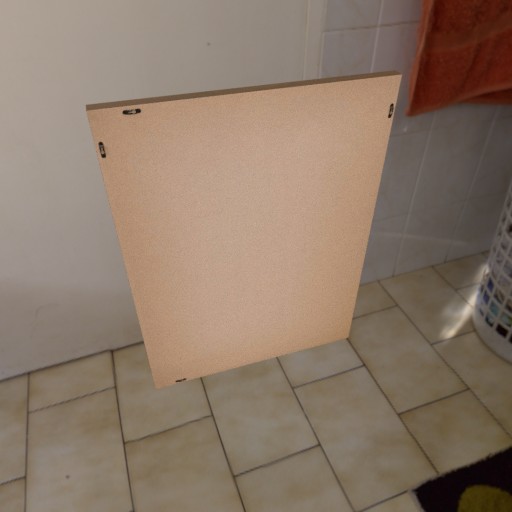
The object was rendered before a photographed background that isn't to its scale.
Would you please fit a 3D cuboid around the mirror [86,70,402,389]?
[{"bbox_3d":[0.000,0.000,1.360,0.762,1.016,0.040,-12,41,-14],"label":"mirror"}]
